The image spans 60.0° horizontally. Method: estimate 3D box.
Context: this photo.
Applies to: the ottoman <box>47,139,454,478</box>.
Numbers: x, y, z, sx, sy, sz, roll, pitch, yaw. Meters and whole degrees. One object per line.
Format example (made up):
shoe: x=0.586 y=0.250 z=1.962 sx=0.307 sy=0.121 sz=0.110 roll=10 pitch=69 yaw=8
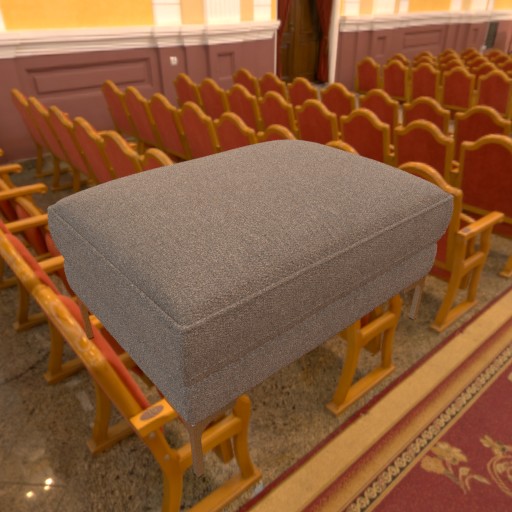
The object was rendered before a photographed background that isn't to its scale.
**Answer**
ottoman: x=0.000 y=0.000 z=1.116 sx=0.785 sy=0.464 sz=0.583 roll=-23 pitch=38 yaw=-34
